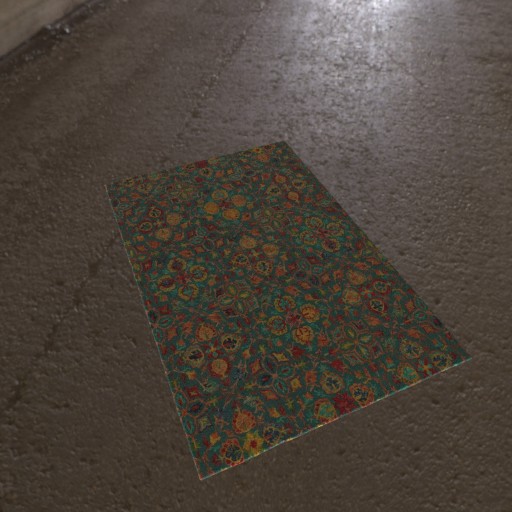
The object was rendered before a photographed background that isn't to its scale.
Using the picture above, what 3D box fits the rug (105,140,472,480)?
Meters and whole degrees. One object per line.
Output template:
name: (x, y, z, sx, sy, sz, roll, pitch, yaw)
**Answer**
rug: (0.000, 0.000, 2.872, 1.527, 0.016, 2.290, -18, 49, -16)
